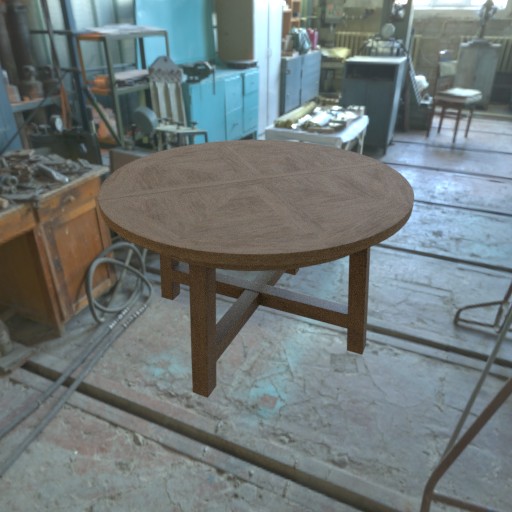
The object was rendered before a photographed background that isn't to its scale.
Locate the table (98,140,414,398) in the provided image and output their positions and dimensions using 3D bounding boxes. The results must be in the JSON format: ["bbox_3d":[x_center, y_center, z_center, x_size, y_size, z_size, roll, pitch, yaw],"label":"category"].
[{"bbox_3d":[0.000,0.000,2.121,1.319,0.762,1.319,0,30,0],"label":"table"}]
